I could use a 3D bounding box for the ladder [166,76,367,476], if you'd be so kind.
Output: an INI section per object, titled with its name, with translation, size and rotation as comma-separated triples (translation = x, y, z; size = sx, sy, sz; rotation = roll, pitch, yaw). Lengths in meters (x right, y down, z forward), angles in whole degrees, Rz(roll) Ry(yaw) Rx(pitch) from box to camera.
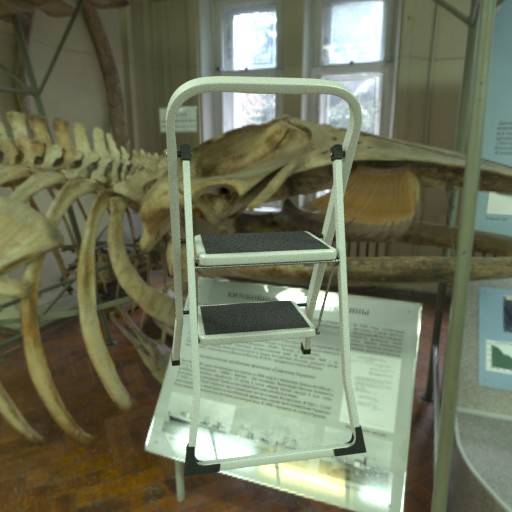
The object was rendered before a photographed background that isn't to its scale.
[ladder]
translation = 0.000, 0.000, 1.125
size = 0.460, 0.810, 0.544
rotation = -3, 14, -10
